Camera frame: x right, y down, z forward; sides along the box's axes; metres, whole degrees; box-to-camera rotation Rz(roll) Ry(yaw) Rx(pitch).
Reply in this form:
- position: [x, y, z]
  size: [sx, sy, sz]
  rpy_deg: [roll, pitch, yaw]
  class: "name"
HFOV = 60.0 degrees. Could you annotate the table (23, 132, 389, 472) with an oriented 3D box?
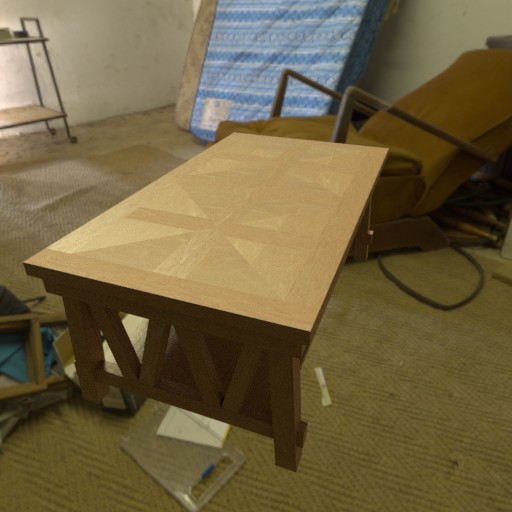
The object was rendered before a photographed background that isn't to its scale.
- position: [0.000, 0.000, 1.593]
  size: [0.711, 0.507, 1.270]
  rpy_deg: [11, 32, 18]
  class: "table"
